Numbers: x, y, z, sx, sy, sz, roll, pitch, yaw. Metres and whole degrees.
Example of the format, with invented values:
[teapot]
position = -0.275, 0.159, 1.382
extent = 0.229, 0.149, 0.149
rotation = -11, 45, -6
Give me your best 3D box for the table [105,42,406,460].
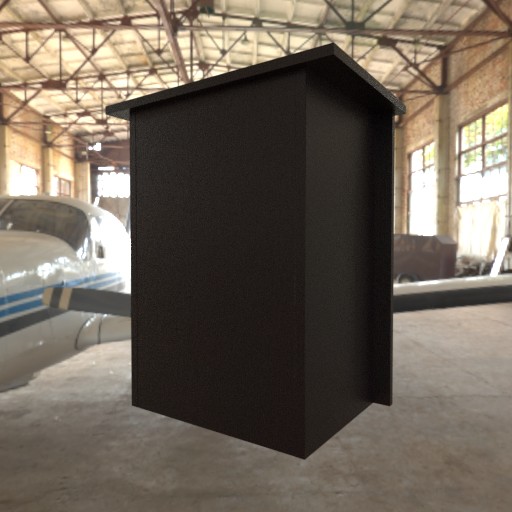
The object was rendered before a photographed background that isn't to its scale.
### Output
[table]
position = 0.000, 0.000, 1.063
extent = 0.589, 0.711, 0.408
rotation = 1, 2, 35
